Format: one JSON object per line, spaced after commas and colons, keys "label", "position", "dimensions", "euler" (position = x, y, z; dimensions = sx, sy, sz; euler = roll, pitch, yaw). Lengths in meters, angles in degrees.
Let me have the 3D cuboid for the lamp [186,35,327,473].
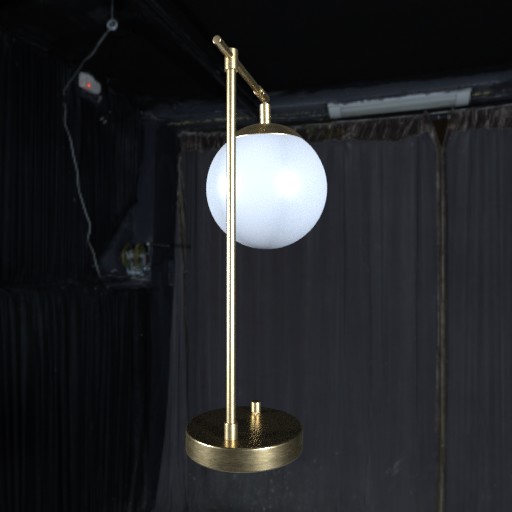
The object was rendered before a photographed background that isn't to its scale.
{"label": "lamp", "position": [0.000, 0.000, 0.707], "dimensions": [0.207, 0.559, 0.324], "euler": [0, -1, 18]}
